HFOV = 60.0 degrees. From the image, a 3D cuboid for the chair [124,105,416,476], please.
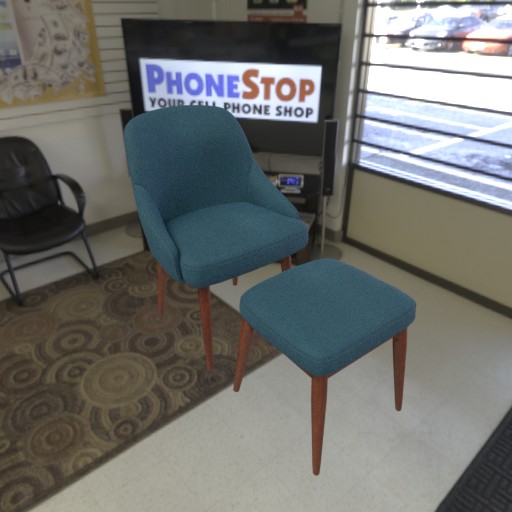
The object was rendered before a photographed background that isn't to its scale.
[{"bbox_3d":[0.000,0.000,1.587,0.584,0.866,1.114,-21,36,-32],"label":"chair"}]
